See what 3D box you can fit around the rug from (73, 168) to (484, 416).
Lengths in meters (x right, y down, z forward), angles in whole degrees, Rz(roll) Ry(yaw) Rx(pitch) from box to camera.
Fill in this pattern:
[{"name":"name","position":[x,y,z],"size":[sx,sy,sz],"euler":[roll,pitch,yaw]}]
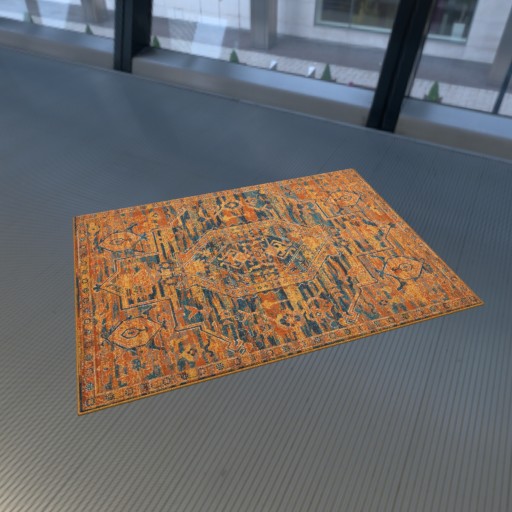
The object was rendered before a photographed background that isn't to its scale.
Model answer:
[{"name":"rug","position":[0.000,0.000,2.818],"size":[2.204,0.024,1.588],"euler":[-12,42,-14]}]
